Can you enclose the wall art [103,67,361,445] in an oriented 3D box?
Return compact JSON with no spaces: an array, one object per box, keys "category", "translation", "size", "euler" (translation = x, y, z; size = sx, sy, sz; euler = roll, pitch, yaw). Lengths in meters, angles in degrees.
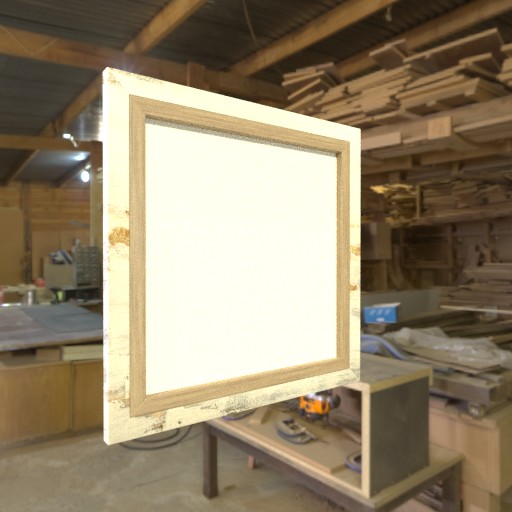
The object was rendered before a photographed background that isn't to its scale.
[{"category":"wall art","translation":[0.000,0.000,1.505],"size":[1.015,1.018,0.040],"euler":[0,1,-36]}]
